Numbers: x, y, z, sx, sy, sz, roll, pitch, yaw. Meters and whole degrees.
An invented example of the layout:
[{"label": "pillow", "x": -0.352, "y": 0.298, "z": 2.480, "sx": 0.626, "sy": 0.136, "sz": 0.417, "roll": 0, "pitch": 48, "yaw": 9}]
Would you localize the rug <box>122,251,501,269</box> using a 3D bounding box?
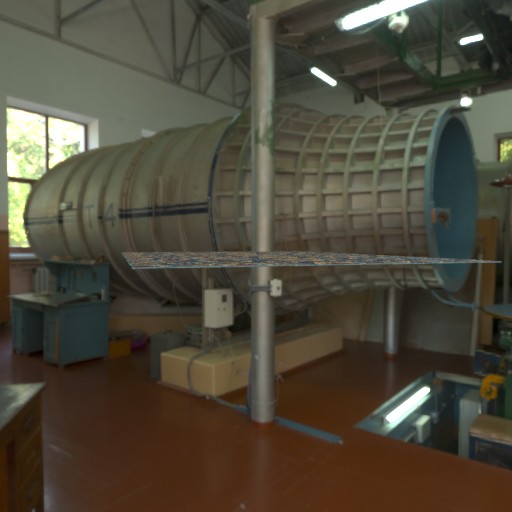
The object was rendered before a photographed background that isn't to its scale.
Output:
[{"label": "rug", "x": 0.000, "y": 0.000, "z": 4.117, "sx": 2.337, "sy": 0.013, "sz": 3.291, "roll": -1, "pitch": 2, "yaw": -18}]
